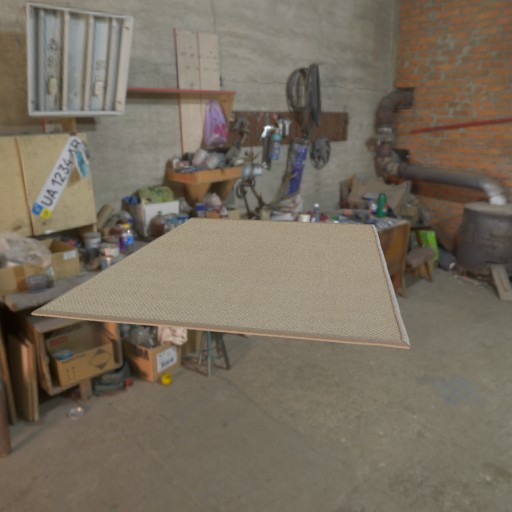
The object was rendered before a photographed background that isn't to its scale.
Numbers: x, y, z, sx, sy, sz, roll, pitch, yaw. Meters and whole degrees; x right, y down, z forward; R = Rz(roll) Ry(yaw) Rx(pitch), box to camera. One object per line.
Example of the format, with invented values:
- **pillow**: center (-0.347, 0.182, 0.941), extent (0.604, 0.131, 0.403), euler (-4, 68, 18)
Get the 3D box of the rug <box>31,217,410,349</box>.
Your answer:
- **rug**: center (0.000, 0.000, 2.685), extent (1.525, 0.020, 2.081), euler (3, 17, 10)
